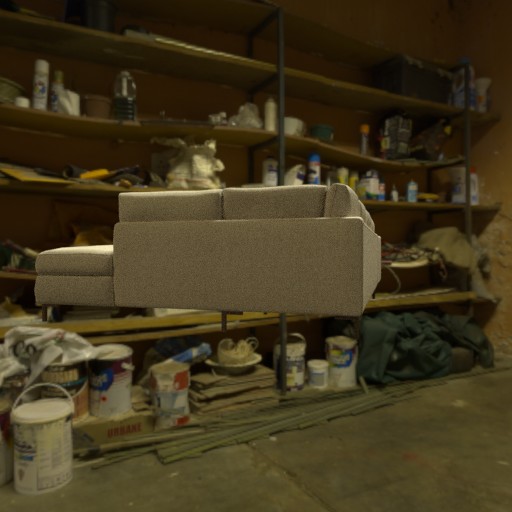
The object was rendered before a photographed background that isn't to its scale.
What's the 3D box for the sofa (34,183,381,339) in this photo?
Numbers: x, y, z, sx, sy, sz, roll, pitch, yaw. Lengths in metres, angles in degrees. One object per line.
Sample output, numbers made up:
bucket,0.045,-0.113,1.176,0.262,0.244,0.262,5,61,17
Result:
sofa,0.000,0.000,3.595,1.879,0.756,2.737,0,0,17
